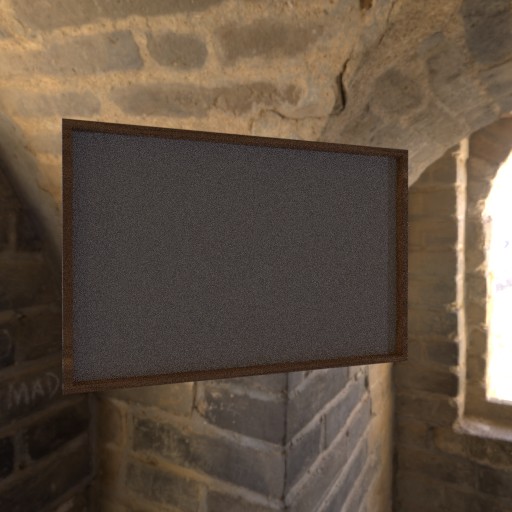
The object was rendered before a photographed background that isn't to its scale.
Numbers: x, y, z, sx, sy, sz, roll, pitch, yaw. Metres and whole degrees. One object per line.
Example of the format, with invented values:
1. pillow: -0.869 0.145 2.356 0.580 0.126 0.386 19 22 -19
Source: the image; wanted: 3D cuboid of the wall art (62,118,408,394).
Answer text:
1. wall art: 0.000 0.000 1.137 0.911 0.605 0.037 0 1 -19
